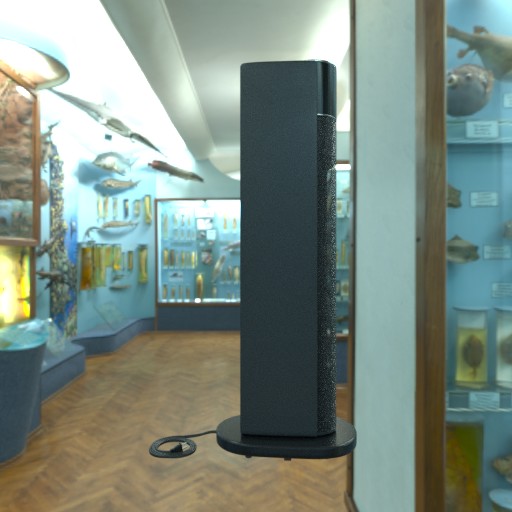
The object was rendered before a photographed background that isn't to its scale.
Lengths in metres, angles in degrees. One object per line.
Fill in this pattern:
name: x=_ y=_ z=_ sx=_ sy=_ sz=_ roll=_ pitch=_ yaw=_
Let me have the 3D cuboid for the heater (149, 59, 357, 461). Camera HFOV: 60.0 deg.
heater: x=0.000 y=0.000 z=1.016 sx=0.458 sy=0.856 sz=0.214 roll=0 pitch=0 yaw=1
